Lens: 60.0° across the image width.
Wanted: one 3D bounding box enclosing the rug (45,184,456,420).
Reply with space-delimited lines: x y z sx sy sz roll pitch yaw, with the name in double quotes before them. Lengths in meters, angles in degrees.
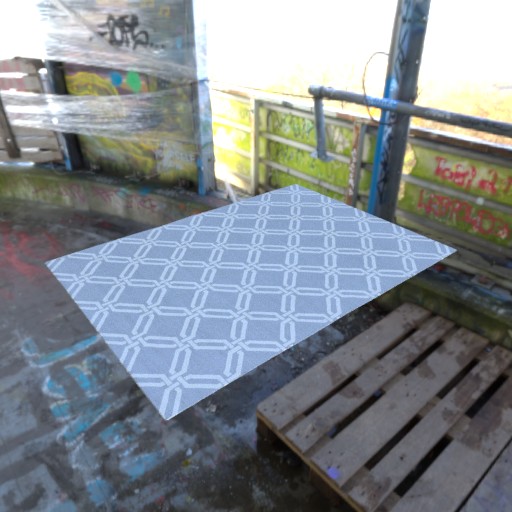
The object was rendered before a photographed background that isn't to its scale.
"rug" 0.000 0.000 2.800 2.133 0.013 1.522 -22 37 -33
